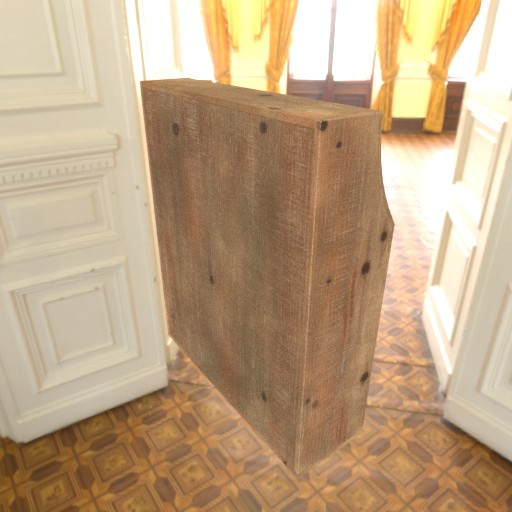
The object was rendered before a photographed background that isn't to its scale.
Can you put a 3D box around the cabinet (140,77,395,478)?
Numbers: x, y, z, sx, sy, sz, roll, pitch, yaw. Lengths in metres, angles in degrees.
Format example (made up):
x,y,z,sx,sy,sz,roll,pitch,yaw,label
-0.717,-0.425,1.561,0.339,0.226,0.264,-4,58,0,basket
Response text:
x,y,z,sx,sy,sz,roll,pitch,yaw,label
0.000,0.000,0.839,0.184,0.590,0.489,-19,33,-32,cabinet
